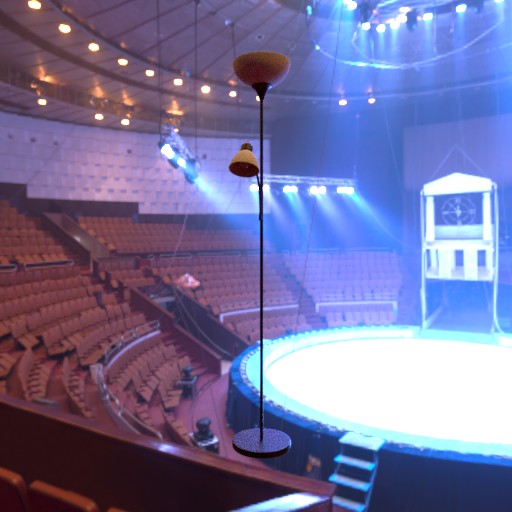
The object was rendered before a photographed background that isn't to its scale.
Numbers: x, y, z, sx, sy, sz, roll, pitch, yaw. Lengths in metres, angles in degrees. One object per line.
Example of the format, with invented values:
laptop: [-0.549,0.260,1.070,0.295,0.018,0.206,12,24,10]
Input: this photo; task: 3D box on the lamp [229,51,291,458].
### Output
lamp: [0.000,0.000,2.015,0.279,1.804,0.442,0,1,18]
